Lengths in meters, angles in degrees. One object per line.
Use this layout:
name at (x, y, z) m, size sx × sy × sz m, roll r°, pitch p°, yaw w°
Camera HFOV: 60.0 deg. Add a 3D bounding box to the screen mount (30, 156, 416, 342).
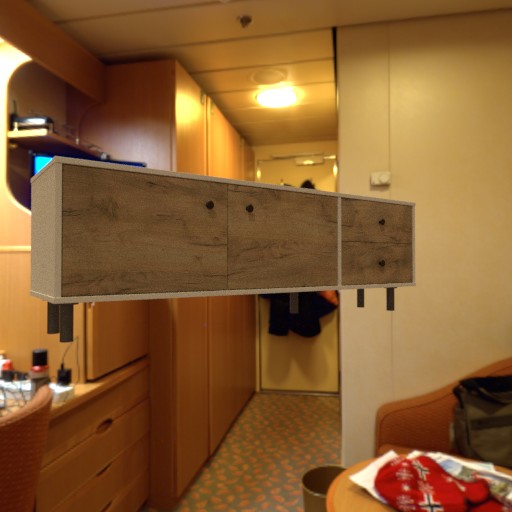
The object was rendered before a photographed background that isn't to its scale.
screen mount at (0.000, 0.000, 1.810) m, size 1.600 × 0.520 × 0.418 m, roll 1°, pitch -1°, yaw -35°
